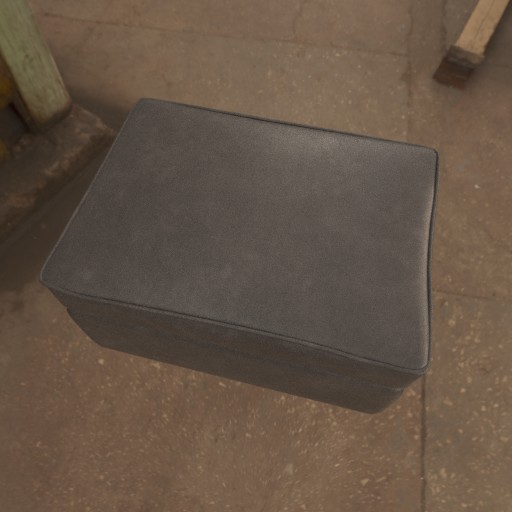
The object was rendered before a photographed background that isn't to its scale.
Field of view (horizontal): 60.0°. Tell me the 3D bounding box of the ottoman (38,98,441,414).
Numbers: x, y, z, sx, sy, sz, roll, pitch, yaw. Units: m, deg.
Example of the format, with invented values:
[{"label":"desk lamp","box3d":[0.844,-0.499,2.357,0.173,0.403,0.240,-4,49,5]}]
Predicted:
[{"label":"ottoman","box3d":[0.000,0.000,1.092,0.756,0.445,0.554,12,60,7]}]
